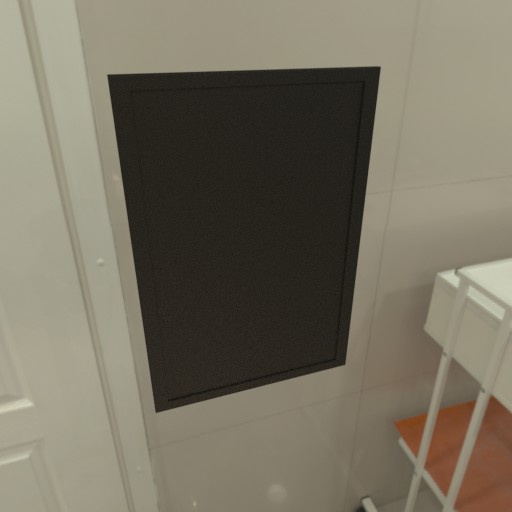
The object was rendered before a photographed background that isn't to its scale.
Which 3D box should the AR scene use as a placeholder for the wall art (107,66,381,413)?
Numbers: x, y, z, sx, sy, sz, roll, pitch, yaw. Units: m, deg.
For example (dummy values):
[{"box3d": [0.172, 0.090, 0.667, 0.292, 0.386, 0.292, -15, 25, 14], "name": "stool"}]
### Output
[{"box3d": [0.000, 0.000, 0.852, 0.451, 0.661, 0.012, -9, 29, -17], "name": "wall art"}]
